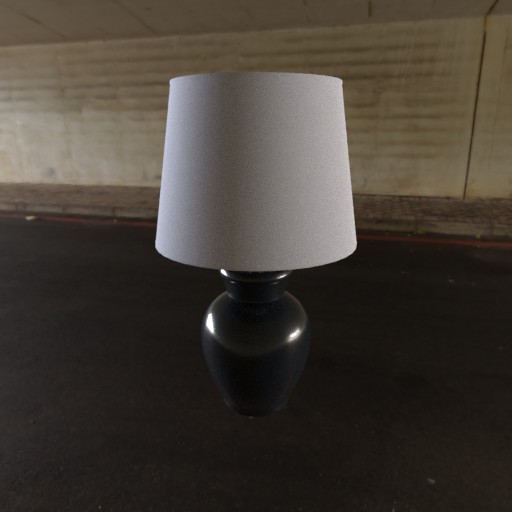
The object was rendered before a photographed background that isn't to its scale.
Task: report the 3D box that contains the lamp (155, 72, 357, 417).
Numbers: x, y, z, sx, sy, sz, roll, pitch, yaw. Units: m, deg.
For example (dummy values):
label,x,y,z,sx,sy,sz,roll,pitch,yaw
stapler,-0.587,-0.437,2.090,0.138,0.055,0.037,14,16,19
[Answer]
label,x,y,z,sx,sy,sz,roll,pitch,yaw
lamp,0.000,0.000,0.545,0.239,0.399,0.239,0,16,0
